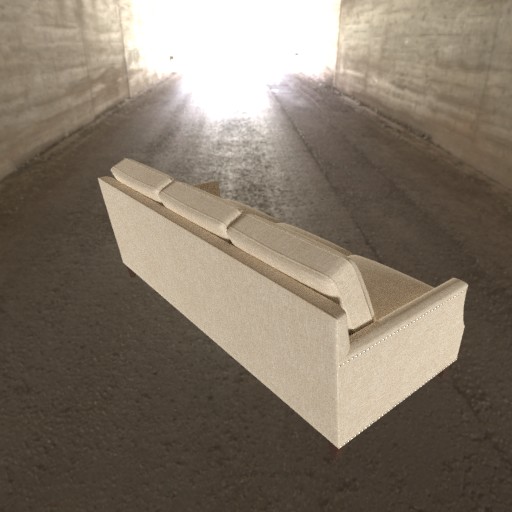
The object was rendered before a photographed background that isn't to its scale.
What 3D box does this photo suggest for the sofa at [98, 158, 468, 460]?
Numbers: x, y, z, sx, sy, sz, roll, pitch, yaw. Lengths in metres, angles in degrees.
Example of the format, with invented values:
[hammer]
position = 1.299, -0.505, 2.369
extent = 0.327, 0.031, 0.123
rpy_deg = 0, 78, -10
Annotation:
[sofa]
position = 0.000, 0.000, 2.718
extent = 1.041, 0.940, 2.210
rpy_deg = -19, 32, -34
